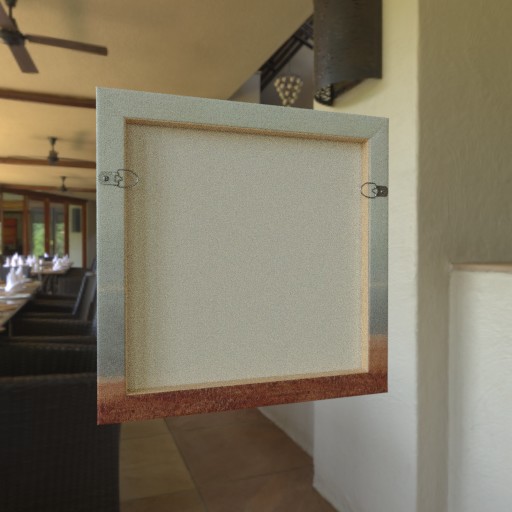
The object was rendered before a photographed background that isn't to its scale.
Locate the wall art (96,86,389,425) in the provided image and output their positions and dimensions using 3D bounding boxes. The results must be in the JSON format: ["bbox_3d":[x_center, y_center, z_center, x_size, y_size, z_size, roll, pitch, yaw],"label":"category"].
[{"bbox_3d":[0.000,0.000,0.599,0.405,0.405,0.023,0,1,-18],"label":"wall art"}]
